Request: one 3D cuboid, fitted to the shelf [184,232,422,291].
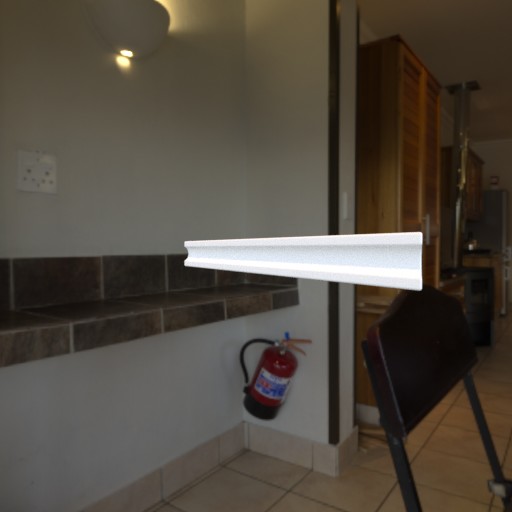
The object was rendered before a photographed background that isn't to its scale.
[{"bbox_3d":[0.000,0.000,0.444,0.296,0.035,0.296,0,1,16],"label":"shelf"}]
